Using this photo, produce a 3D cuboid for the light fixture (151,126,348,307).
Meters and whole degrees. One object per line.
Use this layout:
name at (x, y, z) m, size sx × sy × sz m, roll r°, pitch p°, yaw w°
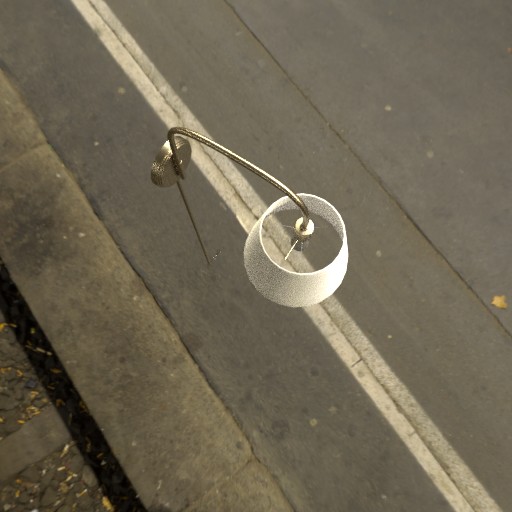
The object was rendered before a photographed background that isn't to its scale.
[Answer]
light fixture at (0.000, 0.000, 0.475) m, size 0.176 × 0.399 × 0.092 m, roll 32°, pitch 76°, yaw 9°
